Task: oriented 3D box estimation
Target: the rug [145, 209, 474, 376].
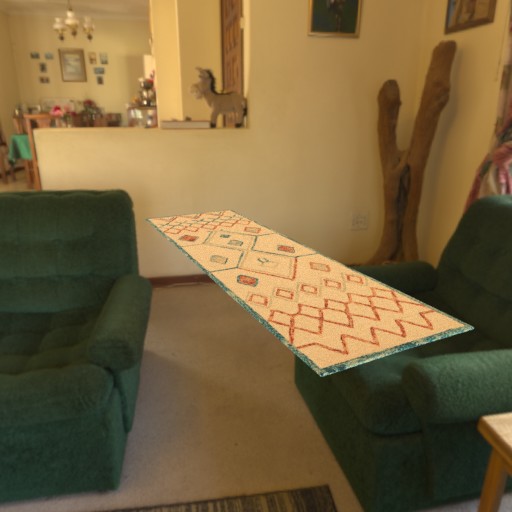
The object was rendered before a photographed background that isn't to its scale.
[{"bbox_3d":[0.000,0.000,2.664,0.750,0.011,2.435,-9,21,-25],"label":"rug"}]
